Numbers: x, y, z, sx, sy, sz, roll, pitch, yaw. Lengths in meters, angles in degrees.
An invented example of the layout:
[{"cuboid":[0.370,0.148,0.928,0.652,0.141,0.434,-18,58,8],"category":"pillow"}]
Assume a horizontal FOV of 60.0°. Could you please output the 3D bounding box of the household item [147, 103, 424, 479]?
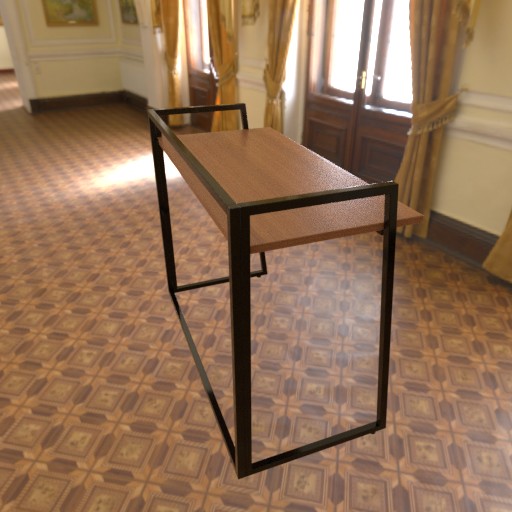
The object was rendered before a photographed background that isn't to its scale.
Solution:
[{"cuboid":[0.000,0.000,1.587,0.510,0.860,1.050,-11,31,-18],"category":"household item"}]
